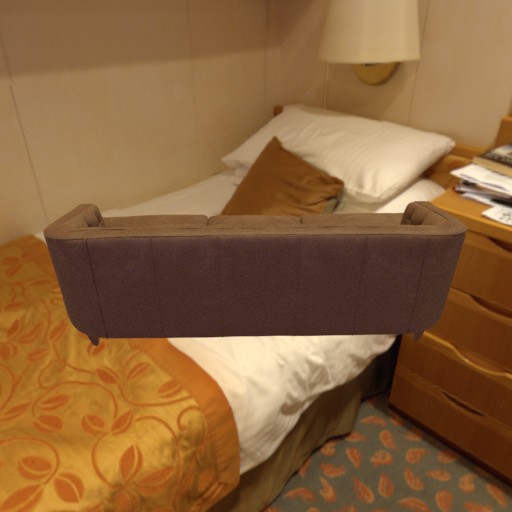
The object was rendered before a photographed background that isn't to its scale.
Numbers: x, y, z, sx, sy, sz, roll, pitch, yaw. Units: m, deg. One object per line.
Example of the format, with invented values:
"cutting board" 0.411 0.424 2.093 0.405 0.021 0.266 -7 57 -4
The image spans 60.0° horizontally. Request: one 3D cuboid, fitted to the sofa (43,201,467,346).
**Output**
"sofa" 0.000 0.000 2.721 2.227 0.787 0.927 -1 31 -1
